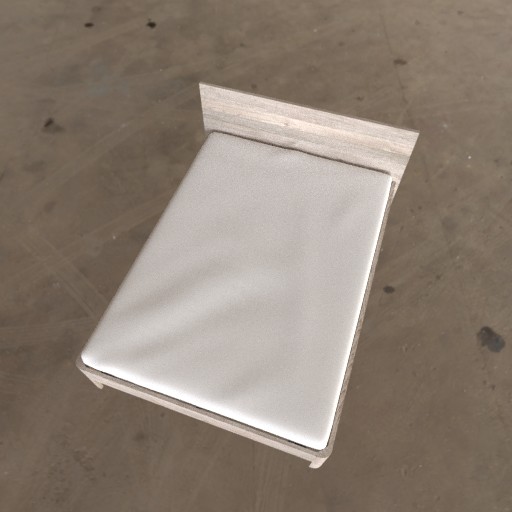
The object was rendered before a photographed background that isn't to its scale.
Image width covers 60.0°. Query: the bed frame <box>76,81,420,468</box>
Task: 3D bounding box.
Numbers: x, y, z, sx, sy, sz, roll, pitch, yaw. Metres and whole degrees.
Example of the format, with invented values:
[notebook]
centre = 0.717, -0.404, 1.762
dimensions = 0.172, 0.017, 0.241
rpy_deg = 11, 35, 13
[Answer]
[bed frame]
centre = 0.000, 0.000, 2.744
dimensions = 1.490, 0.800, 1.950
rpy_deg = 16, 59, 10
